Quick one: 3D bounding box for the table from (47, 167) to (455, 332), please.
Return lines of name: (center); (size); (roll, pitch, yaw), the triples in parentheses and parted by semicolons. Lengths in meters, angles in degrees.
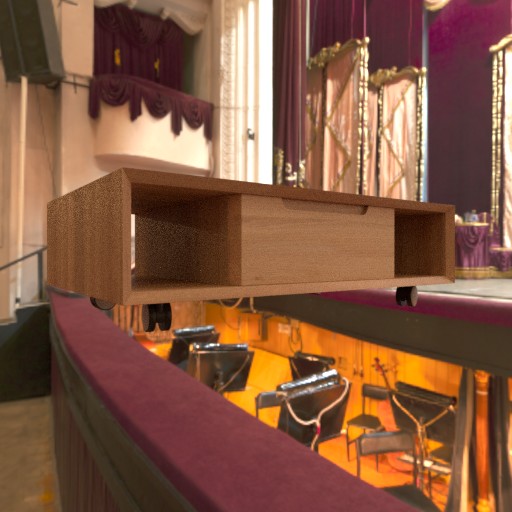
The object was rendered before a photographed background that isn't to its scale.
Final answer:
table: (0.000, 0.000, 1.416); (1.100, 0.330, 0.700); (0, 0, -36)
